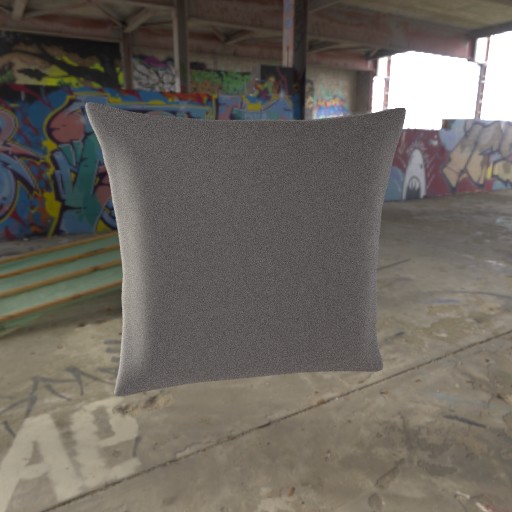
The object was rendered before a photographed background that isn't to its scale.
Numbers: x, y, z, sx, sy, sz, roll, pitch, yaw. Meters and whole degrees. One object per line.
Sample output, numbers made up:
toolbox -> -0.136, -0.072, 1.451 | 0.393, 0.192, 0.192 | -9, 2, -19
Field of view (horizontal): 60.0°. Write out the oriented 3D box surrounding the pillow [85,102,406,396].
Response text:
pillow -> 0.000, 0.000, 0.784 | 0.525, 0.508, 0.166 | -3, 15, -10
